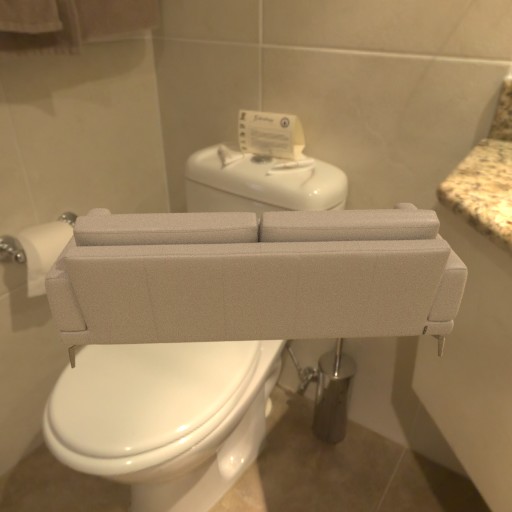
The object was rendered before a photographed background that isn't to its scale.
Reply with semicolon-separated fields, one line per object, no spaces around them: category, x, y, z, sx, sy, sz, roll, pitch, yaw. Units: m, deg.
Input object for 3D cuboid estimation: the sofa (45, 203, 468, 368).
sofa;0.000;0.000;2.409;1.940;0.765;0.974;-1;31;-2
